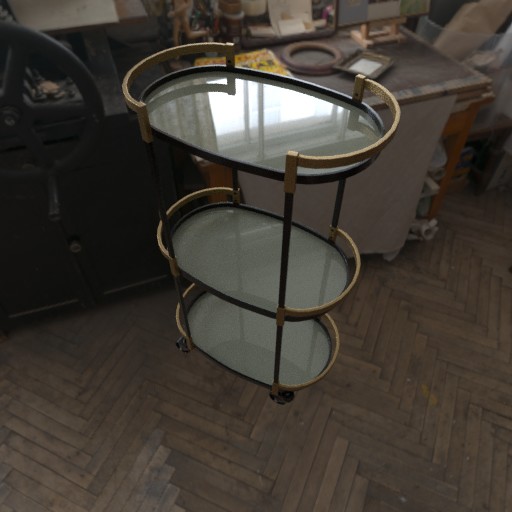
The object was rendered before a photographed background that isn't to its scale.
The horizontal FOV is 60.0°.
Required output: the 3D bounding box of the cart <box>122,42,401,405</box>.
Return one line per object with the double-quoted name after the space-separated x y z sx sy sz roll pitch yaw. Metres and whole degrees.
0.000 0.000 1.121 0.515 0.885 0.311 23 52 20 "cart"
